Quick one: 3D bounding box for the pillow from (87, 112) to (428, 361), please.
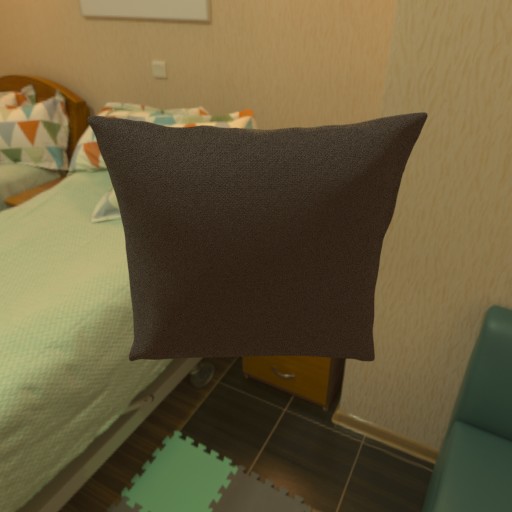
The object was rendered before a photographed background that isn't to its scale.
[{"bbox_3d":[0.000,0.000,0.693,0.452,0.439,0.204,0,31,-1],"label":"pillow"}]
